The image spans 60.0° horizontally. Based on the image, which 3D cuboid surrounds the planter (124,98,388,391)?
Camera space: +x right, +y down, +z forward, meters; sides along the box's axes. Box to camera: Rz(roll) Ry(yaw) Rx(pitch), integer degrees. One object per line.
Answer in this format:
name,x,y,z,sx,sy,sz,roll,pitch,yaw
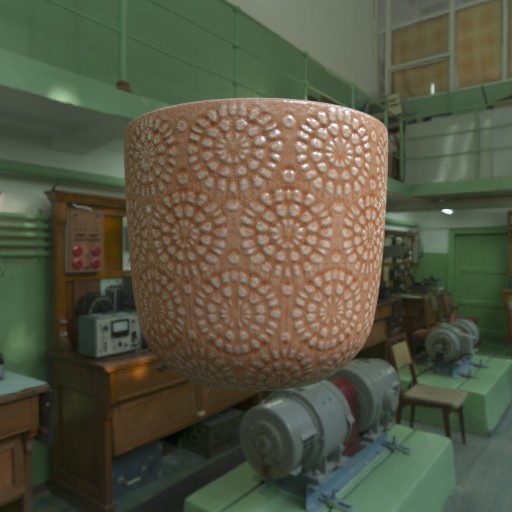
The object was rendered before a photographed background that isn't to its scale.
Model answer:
planter,0.000,0.000,0.365,0.208,0.190,0.208,0,1,0
